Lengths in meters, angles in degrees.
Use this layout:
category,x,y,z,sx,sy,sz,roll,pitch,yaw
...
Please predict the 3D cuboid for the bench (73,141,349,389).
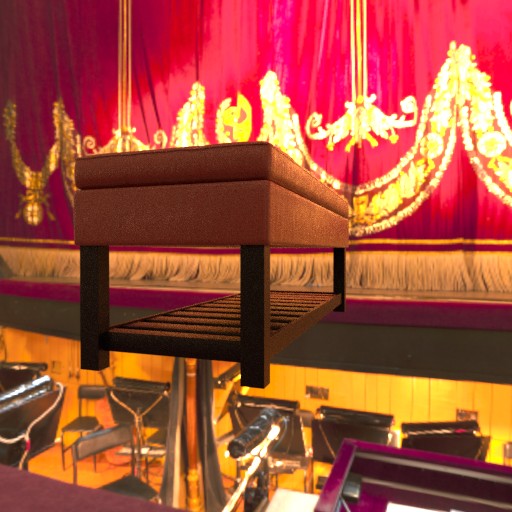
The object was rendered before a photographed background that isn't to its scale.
category,x,y,z,sx,sy,sz,roll,pitch,yaw
bench,0.000,0.000,1.361,0.432,0.460,1.105,0,1,19
